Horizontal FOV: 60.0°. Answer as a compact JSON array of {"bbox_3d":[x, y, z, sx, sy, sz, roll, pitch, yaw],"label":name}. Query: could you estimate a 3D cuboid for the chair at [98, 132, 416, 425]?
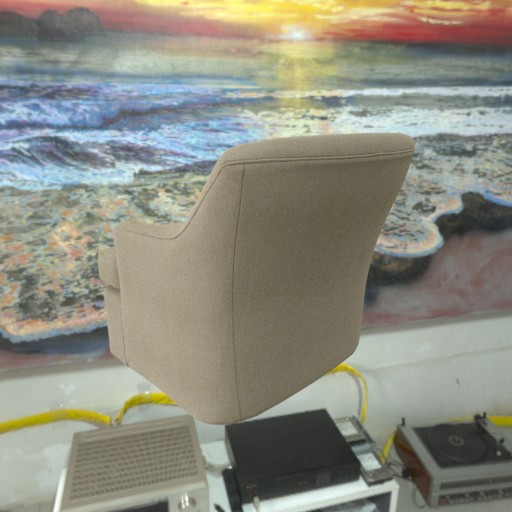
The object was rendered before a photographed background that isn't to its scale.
[{"bbox_3d":[0.000,0.000,1.577,0.923,0.856,0.864,16,23,42],"label":"chair"}]
